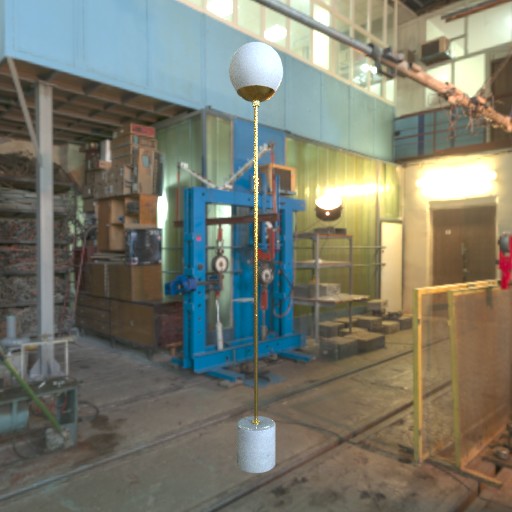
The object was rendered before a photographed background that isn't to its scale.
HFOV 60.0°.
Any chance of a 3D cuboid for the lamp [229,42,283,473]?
[{"bbox_3d":[0.000,0.000,1.854,0.224,1.753,0.224,0,1,0],"label":"lamp"}]
